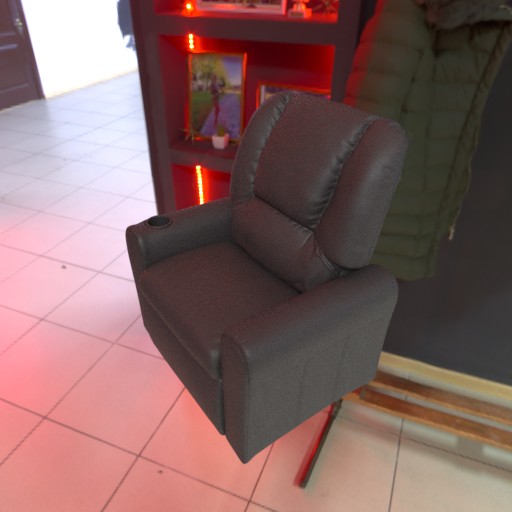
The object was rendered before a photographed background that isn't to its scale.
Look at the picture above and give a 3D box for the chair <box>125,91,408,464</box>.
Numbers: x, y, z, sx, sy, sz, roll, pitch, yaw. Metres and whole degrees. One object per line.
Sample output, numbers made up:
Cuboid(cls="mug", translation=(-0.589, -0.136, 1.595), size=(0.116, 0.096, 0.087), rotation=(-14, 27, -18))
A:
Cuboid(cls="chair", translation=(0.000, 0.000, 1.128), size=(0.521, 0.709, 0.610), rotation=(-21, 39, -29))
